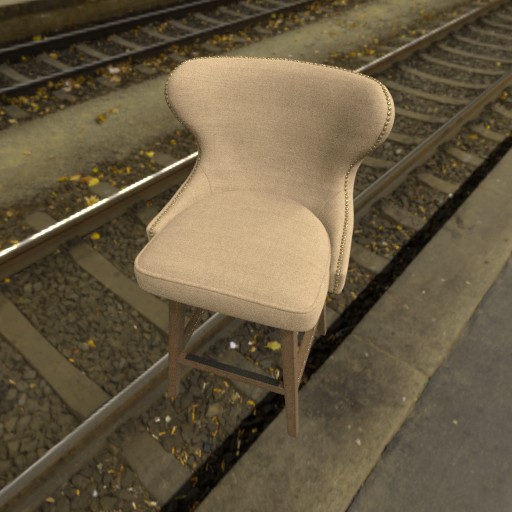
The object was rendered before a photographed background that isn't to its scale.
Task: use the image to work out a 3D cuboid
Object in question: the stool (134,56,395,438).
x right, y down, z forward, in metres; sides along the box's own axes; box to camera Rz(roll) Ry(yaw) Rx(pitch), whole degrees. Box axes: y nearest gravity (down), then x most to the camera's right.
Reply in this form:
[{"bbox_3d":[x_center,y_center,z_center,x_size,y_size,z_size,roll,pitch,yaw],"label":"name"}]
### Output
[{"bbox_3d":[0.000,0.000,1.328,0.615,0.972,0.597,13,43,14],"label":"stool"}]
